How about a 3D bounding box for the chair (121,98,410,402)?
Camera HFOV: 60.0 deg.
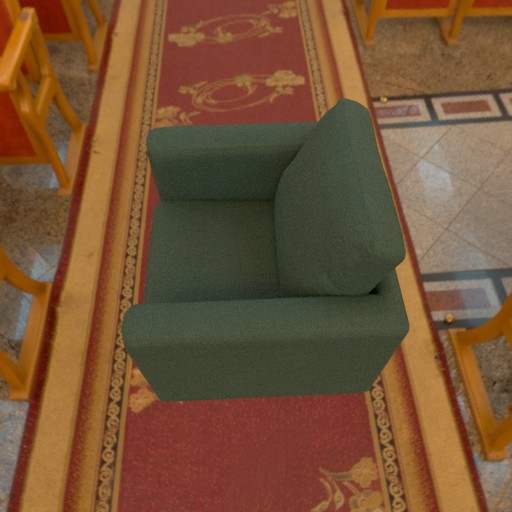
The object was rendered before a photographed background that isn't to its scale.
[{"bbox_3d":[0.000,0.000,1.587,0.800,0.927,0.855,-2,57,-1],"label":"chair"}]
